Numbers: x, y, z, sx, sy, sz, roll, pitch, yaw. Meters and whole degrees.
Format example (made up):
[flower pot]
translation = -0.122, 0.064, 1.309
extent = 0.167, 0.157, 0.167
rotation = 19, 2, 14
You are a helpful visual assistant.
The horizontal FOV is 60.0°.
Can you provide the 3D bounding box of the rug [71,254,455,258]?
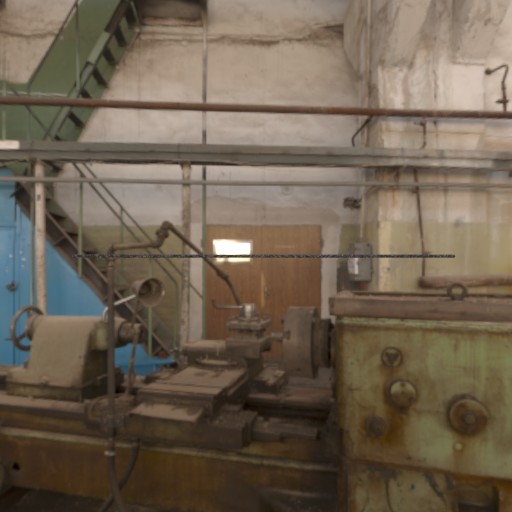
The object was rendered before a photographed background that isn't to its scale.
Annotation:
[rug]
translation = 0.000, 0.000, 2.171
extent = 1.139, 0.010, 1.754
rotation = 0, 0, -2
